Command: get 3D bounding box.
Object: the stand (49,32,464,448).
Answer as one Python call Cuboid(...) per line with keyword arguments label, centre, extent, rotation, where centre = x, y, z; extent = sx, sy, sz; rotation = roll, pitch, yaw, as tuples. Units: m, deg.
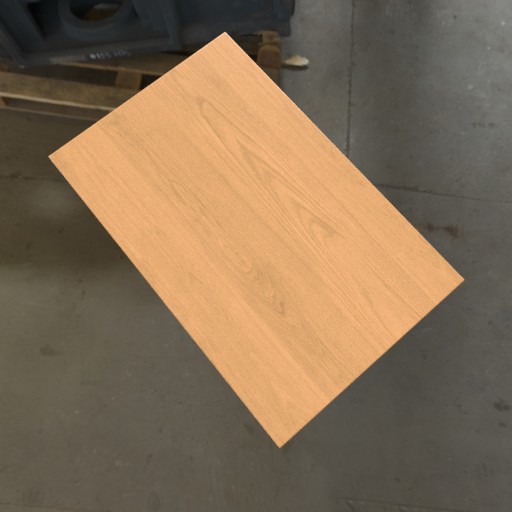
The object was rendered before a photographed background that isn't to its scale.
Cuboid(label="stand", centre=(0.000, 0.000, 0.996), extent=(0.400, 0.600, 0.630), rotation=(-39, 79, -9))
